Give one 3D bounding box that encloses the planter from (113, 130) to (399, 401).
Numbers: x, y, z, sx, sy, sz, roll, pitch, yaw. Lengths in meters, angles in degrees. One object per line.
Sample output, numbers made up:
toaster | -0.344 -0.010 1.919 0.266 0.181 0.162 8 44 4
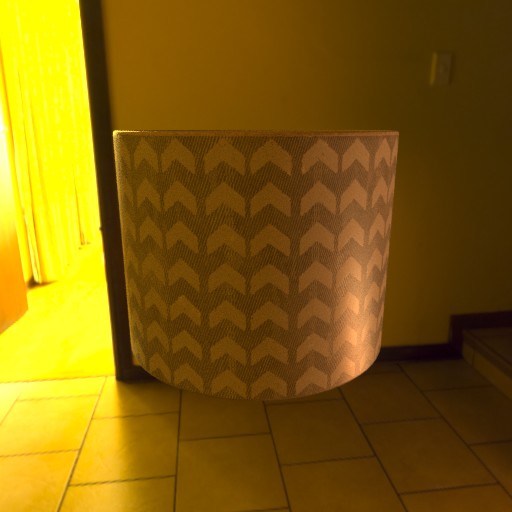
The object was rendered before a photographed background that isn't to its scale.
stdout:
planter | 0.000 0.000 0.438 0.250 0.239 0.250 0 16 0
